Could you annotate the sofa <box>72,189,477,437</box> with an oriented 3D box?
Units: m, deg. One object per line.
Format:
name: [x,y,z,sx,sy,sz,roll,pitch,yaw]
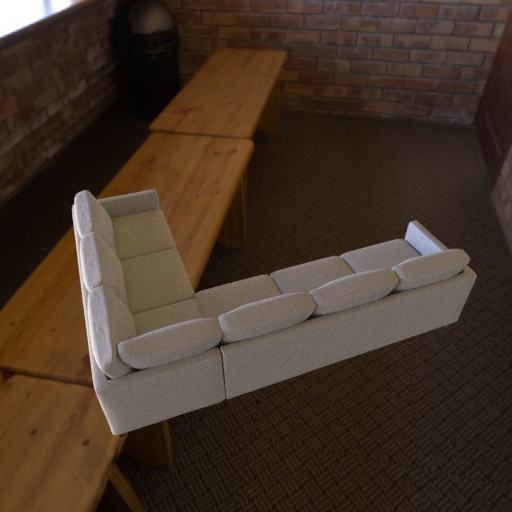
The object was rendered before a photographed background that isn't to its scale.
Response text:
sofa: [0.000,0.000,4.508,3.333,0.934,2.522,-14,43,-16]
